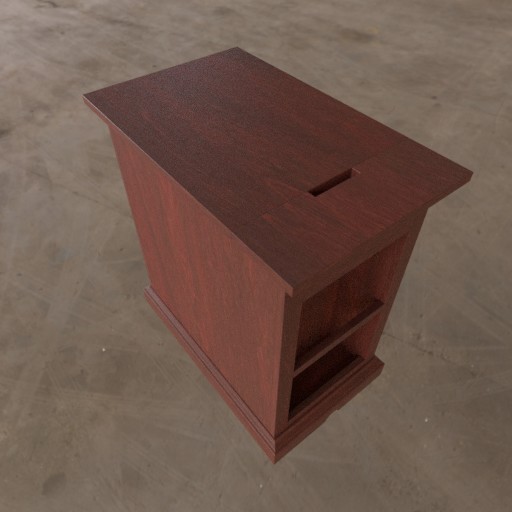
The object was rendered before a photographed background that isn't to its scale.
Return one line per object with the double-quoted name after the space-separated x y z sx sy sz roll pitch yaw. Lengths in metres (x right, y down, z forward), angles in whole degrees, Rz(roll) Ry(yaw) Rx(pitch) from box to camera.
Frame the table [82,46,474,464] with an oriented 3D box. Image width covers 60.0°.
0.000 0.000 0.956 0.356 0.612 0.584 -30 53 -25 "table"
